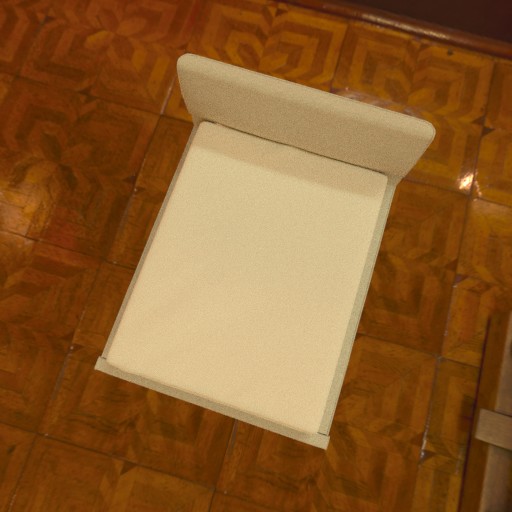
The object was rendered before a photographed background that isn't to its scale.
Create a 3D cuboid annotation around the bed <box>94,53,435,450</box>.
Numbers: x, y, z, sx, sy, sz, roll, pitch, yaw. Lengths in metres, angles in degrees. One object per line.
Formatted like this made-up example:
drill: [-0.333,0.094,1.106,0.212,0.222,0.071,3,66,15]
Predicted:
bed: [0.000,0.000,3.519,1.980,1.126,2.498,18,77,4]
